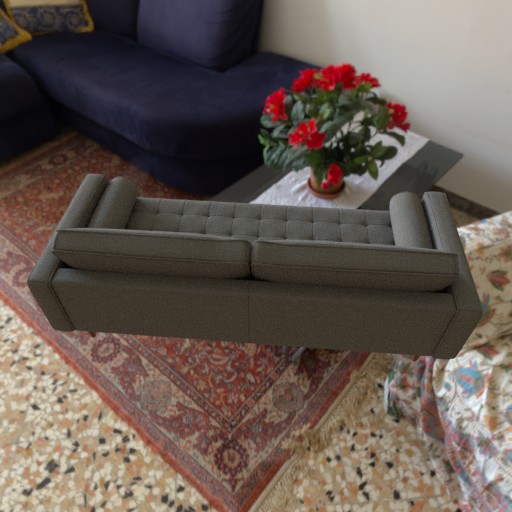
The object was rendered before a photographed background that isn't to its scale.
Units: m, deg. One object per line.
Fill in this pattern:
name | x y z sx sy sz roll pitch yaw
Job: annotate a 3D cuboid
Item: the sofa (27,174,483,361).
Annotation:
sofa | 0.000 0.000 2.542 2.198 0.762 0.914 4 47 3
